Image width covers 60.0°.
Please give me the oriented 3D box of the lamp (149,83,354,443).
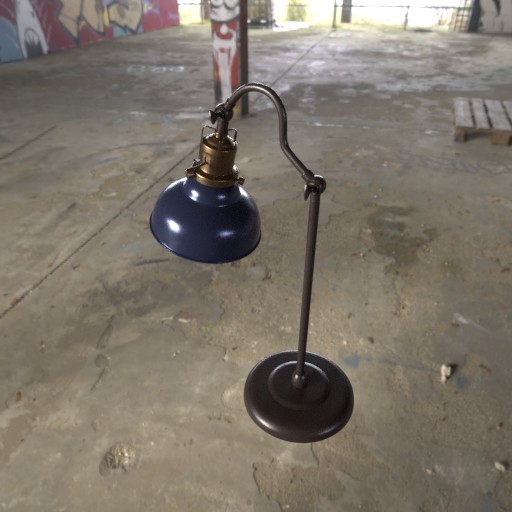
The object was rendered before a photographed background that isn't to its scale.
[{"bbox_3d":[0.000,0.000,0.686,0.374,0.508,0.192,21,38,29],"label":"lamp"}]
